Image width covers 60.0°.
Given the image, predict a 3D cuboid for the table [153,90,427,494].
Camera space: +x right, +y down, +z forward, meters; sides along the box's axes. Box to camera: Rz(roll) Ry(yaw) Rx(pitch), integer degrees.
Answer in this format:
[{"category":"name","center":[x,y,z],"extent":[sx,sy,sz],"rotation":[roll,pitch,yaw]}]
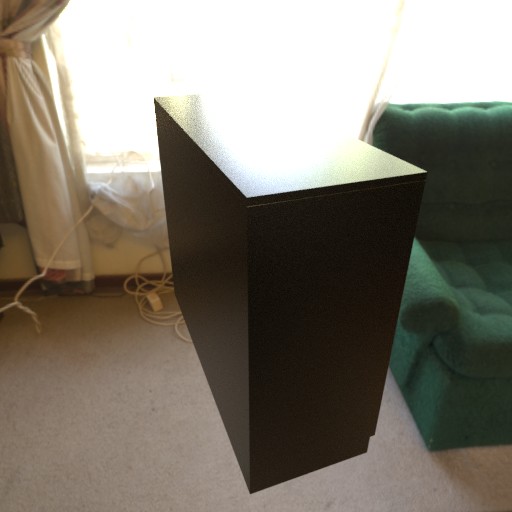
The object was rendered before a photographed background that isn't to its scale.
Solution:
[{"category":"table","center":[0.000,0.000,1.340],"extent":[0.380,0.790,0.930],"rotation":[-11,31,-18]}]
